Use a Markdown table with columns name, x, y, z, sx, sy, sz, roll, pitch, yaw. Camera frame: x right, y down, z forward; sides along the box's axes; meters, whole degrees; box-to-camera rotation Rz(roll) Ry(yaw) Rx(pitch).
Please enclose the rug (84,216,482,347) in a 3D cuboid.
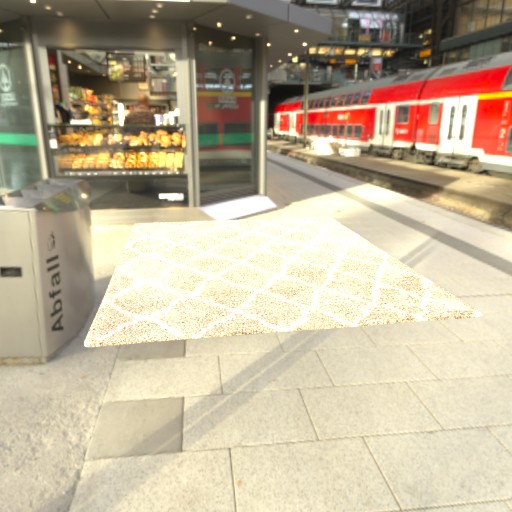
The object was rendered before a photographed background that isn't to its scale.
| name | x | y | z | sx | sy | sz | roll | pitch | yaw |
| --- | --- | --- | --- | --- | --- | --- | --- | --- | --- |
| rug | 0.000 | 0.000 | 4.063 | 2.438 | 0.029 | 3.047 | -3 | 17 | -9 |
